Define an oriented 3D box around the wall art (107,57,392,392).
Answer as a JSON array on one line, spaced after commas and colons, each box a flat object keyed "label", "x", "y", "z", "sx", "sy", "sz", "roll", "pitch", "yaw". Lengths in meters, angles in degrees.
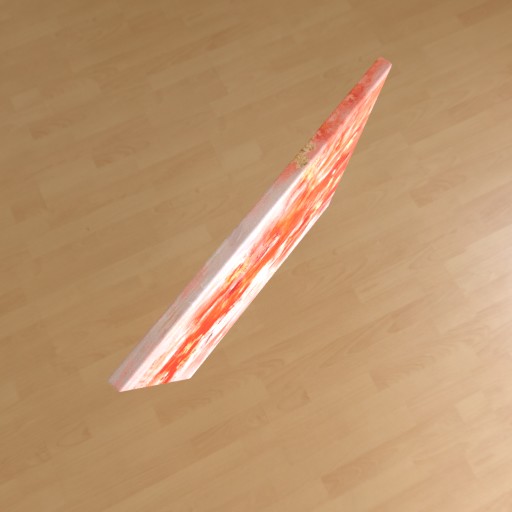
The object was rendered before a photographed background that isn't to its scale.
[{"label": "wall art", "x": 0.000, "y": 0.000, "z": 1.315, "sx": 0.066, "sy": 0.878, "sz": 0.878, "roll": 38, "pitch": 79, "yaw": 9}]
